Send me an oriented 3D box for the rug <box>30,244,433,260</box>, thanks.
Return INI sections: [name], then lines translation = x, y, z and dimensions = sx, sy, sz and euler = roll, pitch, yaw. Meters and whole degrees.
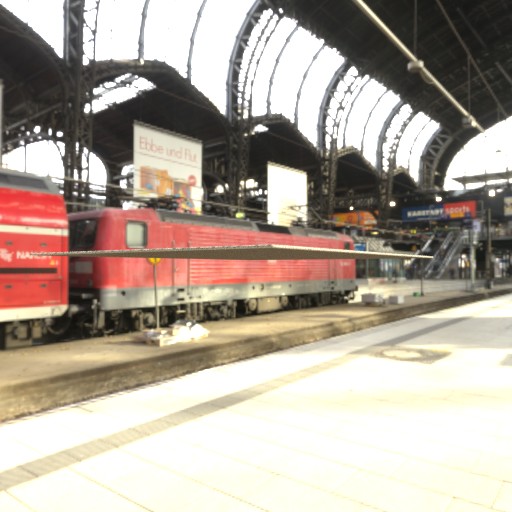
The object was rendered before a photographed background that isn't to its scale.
[rug]
translation = 0.000, 0.000, 4.189
dimensions = 2.441, 0.017, 3.050
euler = -1, -2, 36
